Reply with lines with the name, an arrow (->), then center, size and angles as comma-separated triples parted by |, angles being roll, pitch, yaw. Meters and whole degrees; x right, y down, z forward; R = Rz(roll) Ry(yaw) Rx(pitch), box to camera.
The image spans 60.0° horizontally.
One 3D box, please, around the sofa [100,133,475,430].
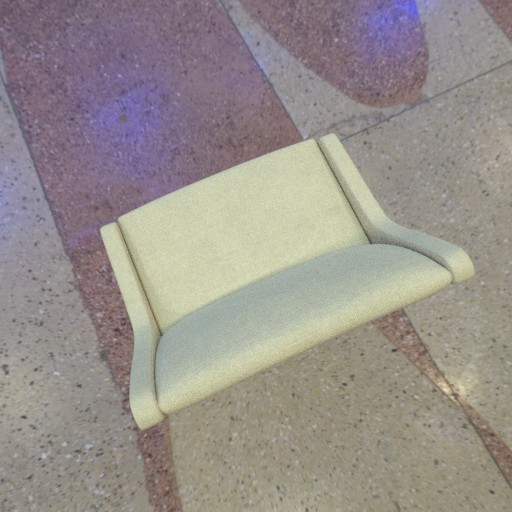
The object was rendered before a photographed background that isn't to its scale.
sofa -> 0.000, 0.000, 1.970 | 1.212, 0.976, 0.946 | -23, 77, -6
